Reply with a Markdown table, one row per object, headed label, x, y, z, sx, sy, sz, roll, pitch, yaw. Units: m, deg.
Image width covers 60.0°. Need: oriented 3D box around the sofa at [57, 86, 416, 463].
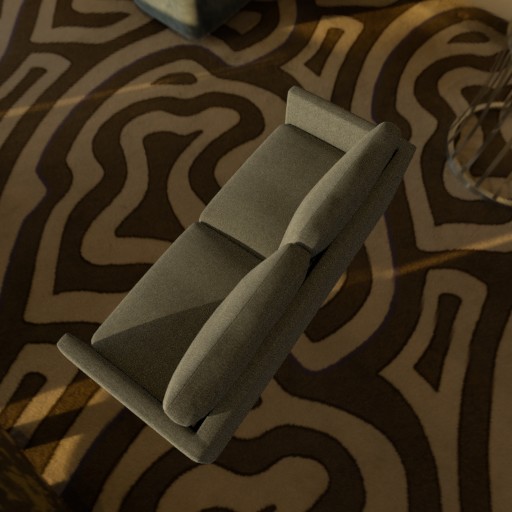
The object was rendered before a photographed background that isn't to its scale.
| label | x | y | z | sx | sy | sz | roll | pitch | yaw |
| --- | --- | --- | --- | --- | --- | --- | --- | --- | --- |
| sofa | 0.000 | 0.000 | 2.718 | 0.948 | 0.965 | 2.208 | 33 | 68 | 15 |
